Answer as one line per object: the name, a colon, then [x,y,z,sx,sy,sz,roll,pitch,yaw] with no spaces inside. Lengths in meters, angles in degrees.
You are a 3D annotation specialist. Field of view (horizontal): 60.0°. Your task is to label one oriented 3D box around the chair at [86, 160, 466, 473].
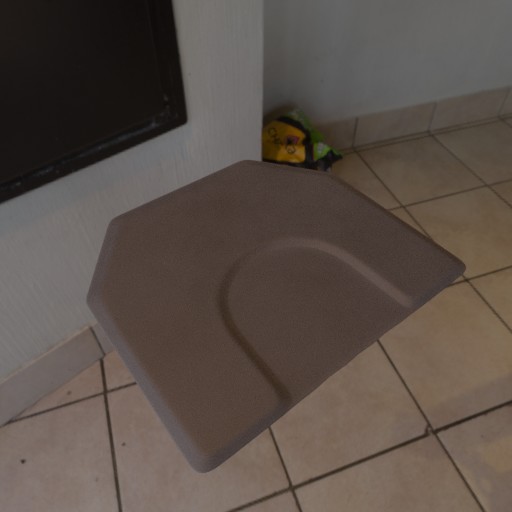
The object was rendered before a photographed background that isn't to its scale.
chair: [0.000,0.000,1.918,1.372,0.024,1.219,-30,54,-25]
